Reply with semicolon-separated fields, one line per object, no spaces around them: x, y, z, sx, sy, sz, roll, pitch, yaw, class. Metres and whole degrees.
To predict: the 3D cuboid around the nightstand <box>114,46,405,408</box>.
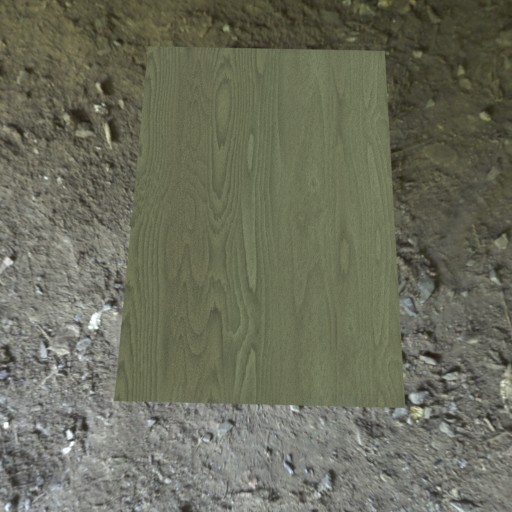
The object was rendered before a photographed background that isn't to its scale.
0.000;0.000;0.748;0.325;0.461;0.442;1;76;0;nightstand
